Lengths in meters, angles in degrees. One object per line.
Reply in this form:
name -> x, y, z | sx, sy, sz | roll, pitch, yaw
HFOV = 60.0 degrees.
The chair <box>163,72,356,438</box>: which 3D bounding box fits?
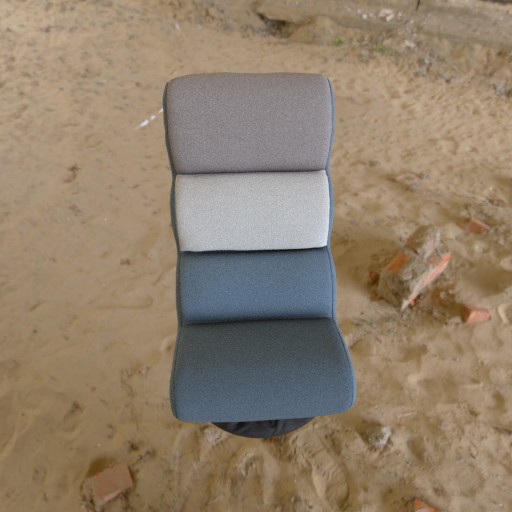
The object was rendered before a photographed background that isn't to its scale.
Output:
chair -> 0.000, 0.000, 1.068 | 0.420, 0.641, 0.661 | -2, 45, -2
